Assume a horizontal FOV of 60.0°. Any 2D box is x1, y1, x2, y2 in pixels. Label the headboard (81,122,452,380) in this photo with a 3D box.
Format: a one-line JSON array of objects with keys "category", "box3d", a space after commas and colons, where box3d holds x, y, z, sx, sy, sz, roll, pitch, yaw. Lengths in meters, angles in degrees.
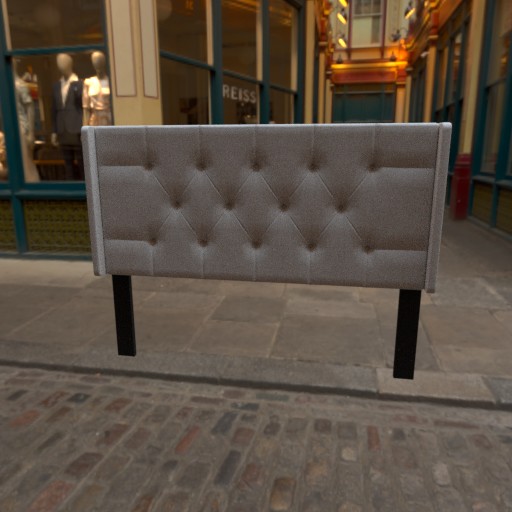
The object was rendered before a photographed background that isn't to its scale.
[{"category": "headboard", "box3d": [0.000, 0.000, 2.677, 2.051, 1.524, 0.184, 2, 14, 10]}]
